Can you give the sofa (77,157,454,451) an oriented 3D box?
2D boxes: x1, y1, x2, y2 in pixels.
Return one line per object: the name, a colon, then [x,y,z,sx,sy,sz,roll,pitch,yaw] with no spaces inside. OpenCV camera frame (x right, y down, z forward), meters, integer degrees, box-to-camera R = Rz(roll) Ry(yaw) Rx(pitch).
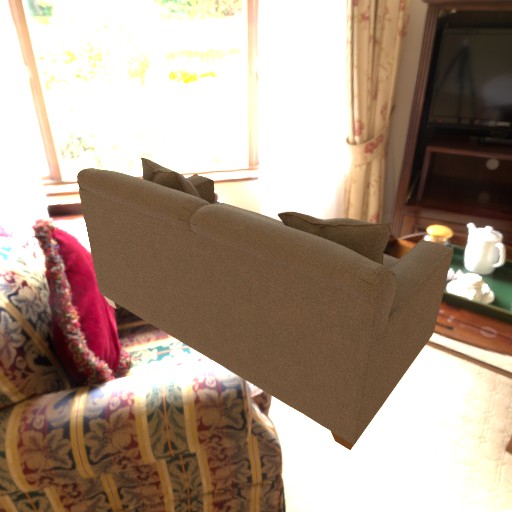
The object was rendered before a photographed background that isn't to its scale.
sofa: [0.000,0.000,2.500,1.846,0.958,1.000,21,35,33]
